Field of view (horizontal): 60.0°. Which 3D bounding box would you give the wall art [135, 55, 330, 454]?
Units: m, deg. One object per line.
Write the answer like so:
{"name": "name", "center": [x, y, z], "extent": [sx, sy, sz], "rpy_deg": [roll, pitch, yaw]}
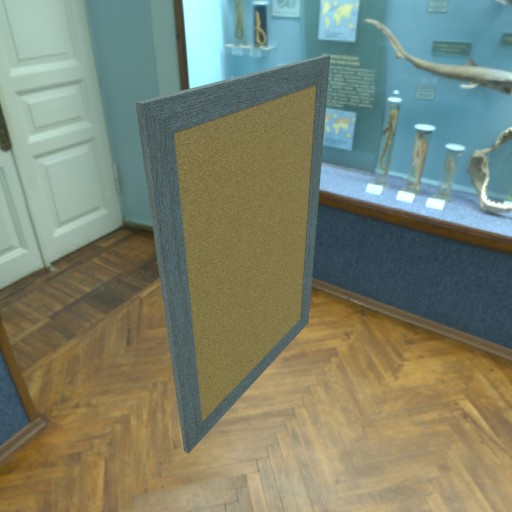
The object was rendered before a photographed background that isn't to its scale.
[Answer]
{"name": "wall art", "center": [0.000, 0.000, 1.385], "extent": [0.020, 1.070, 0.768], "rpy_deg": [20, 37, 29]}
